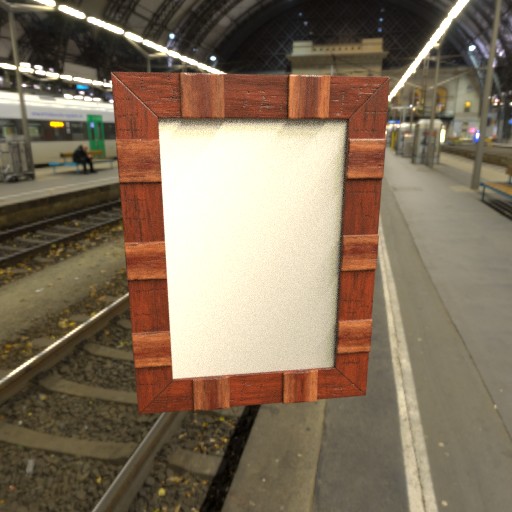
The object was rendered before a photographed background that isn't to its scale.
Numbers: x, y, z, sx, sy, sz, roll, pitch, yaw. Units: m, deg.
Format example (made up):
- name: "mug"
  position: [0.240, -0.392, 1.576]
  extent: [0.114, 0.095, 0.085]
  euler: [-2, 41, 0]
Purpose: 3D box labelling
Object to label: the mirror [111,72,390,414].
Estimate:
- name: "mirror"
  position: [0.000, 0.000, 1.056]
  extent: [0.600, 0.805, 0.021]
  euler: [-2, 16, -8]
